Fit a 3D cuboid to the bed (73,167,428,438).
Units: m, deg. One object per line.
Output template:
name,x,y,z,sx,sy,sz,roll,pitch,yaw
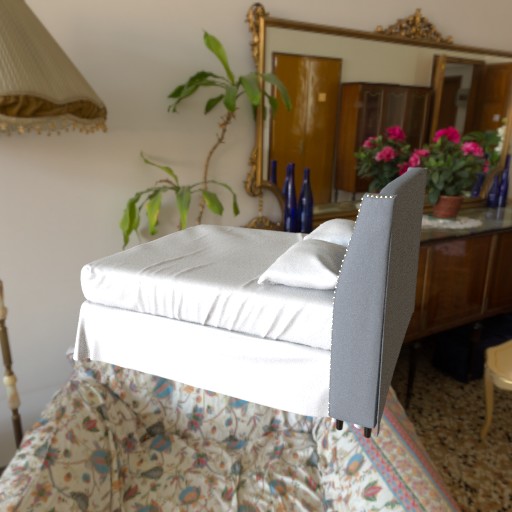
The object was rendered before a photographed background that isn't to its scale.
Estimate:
bed,0.000,0.000,3.449,2.276,1.332,1.925,7,17,24
